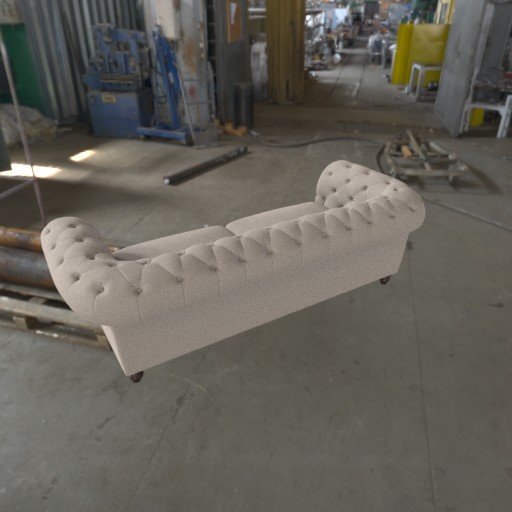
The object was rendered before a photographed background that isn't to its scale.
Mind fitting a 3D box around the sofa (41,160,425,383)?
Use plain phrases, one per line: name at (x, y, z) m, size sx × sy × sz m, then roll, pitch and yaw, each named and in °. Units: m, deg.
sofa at (0.000, 0.000, 2.899) m, size 2.411 × 0.749 × 0.991 m, roll -17°, pitch 33°, yaw -27°
